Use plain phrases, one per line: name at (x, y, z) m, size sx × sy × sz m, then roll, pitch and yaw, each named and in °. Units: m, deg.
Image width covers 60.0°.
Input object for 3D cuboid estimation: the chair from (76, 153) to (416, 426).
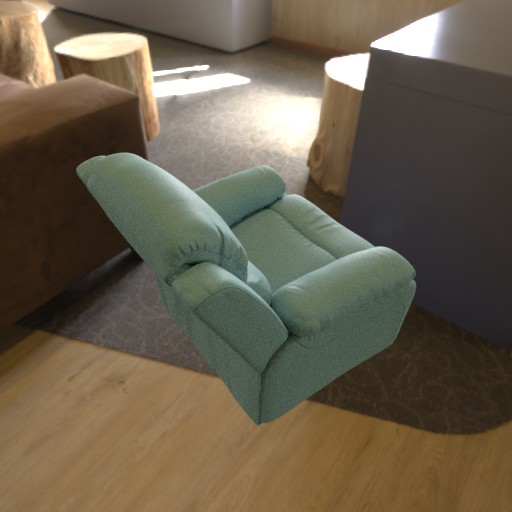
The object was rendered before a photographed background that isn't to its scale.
chair at (0.000, 0.000, 1.261) m, size 0.709 × 0.702 × 0.680 m, roll -26°, pitch 48°, yaw -26°
